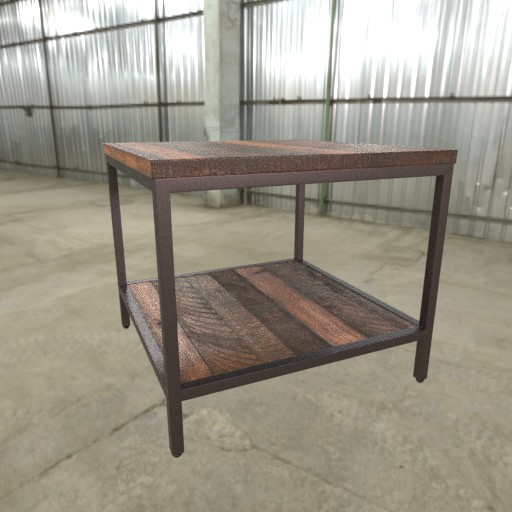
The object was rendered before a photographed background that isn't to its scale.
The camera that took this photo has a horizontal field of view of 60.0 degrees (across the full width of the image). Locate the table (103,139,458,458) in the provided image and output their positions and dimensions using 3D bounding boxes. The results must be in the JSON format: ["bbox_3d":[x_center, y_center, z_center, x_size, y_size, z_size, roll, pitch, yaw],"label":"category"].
[{"bbox_3d":[0.000,0.000,0.998,0.553,0.482,0.548,-8,18,-23],"label":"table"}]
